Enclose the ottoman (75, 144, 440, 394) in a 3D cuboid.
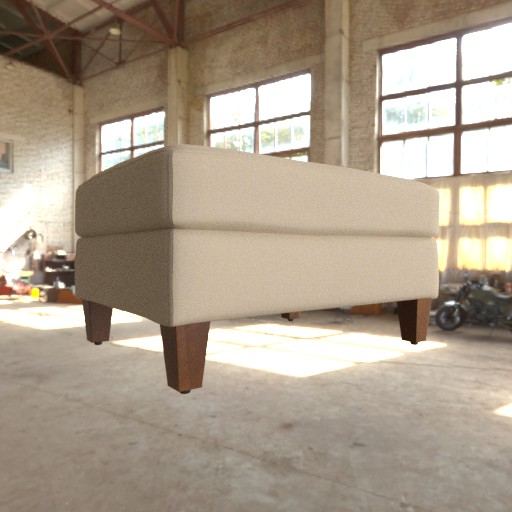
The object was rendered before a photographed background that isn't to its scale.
[{"bbox_3d":[0.000,0.000,1.214,0.818,0.485,0.634,0,1,-37],"label":"ottoman"}]
